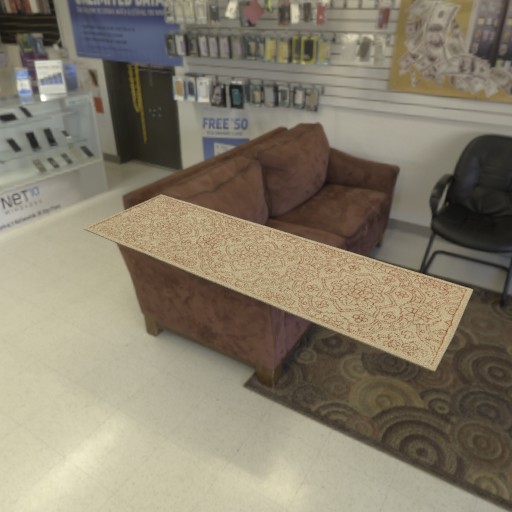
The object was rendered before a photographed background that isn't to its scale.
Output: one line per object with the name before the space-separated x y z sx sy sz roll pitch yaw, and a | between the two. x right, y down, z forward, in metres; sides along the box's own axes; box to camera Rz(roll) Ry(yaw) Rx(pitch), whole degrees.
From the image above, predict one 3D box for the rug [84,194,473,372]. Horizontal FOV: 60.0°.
rug | 0.000 0.000 2.811 2.448 0.012 0.769 19 35 29
